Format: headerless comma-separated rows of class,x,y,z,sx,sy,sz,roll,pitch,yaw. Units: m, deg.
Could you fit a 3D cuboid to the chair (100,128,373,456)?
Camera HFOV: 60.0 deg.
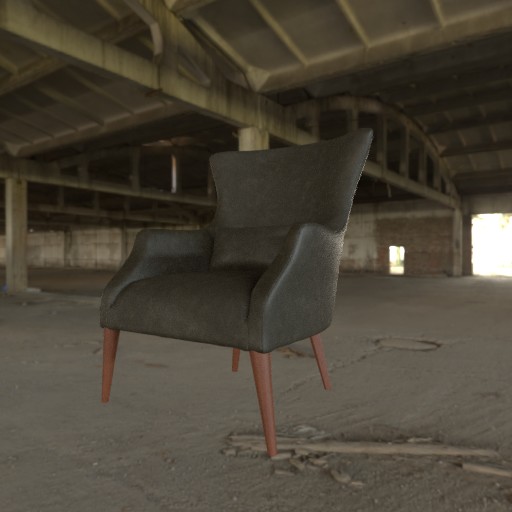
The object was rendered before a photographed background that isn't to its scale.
chair,0.000,0.000,1.771,0.819,1.068,0.954,0,1,35
